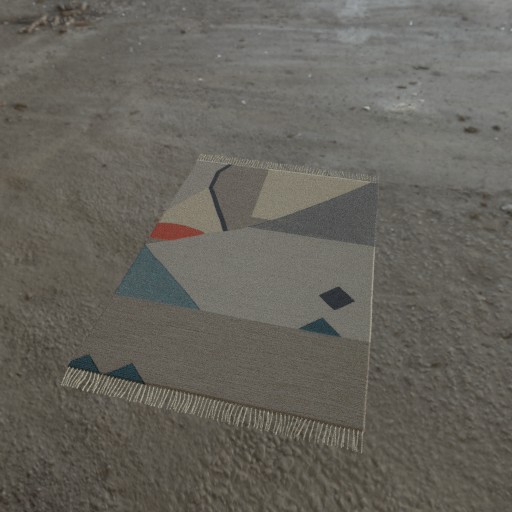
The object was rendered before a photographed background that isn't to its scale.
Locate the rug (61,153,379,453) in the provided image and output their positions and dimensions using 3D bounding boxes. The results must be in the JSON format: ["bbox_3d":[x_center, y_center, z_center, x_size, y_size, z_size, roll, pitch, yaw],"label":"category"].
[{"bbox_3d":[0.000,0.000,2.325,1.220,0.005,1.828,9,44,10],"label":"rug"}]
